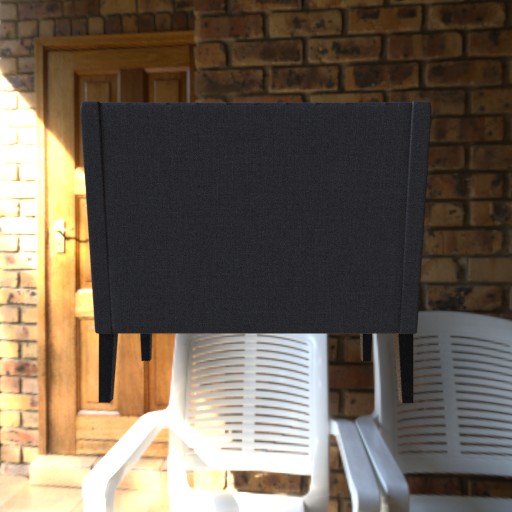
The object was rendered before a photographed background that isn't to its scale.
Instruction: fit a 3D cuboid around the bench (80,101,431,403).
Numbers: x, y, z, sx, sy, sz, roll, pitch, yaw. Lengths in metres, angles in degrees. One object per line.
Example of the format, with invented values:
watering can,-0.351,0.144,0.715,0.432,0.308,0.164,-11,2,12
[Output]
bench,0.000,0.000,2.005,1.276,1.121,0.842,0,1,0
